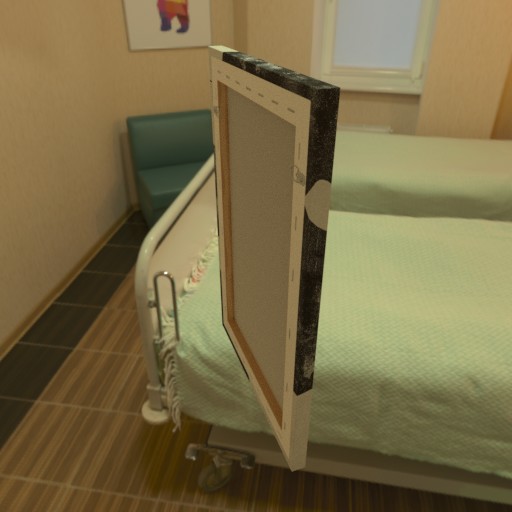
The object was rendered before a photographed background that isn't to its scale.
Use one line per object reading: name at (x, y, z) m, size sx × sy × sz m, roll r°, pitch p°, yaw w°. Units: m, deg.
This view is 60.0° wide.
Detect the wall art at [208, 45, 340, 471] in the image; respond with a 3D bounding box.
wall art at (0.000, 0.000, 1.128) m, size 0.041 × 0.915 × 0.610 m, roll -11°, pitch 33°, yaw -17°
